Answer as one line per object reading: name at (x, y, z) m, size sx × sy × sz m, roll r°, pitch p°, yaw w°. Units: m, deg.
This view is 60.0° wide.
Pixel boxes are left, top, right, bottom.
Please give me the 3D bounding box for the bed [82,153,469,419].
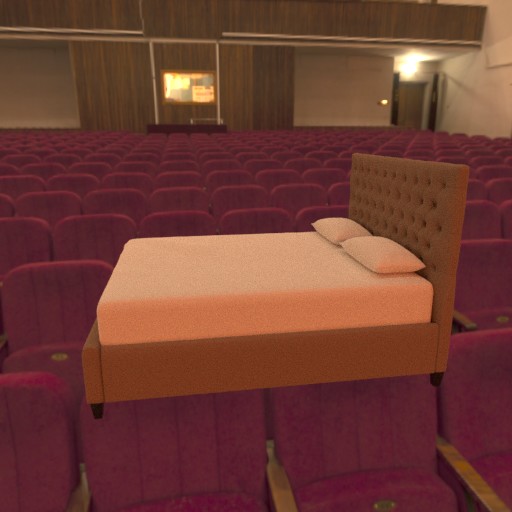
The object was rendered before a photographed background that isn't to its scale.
bed at (0.000, 0.000, 3.323) m, size 2.233 × 1.426 × 1.696 m, roll -3°, pitch 16°, yaw -9°
